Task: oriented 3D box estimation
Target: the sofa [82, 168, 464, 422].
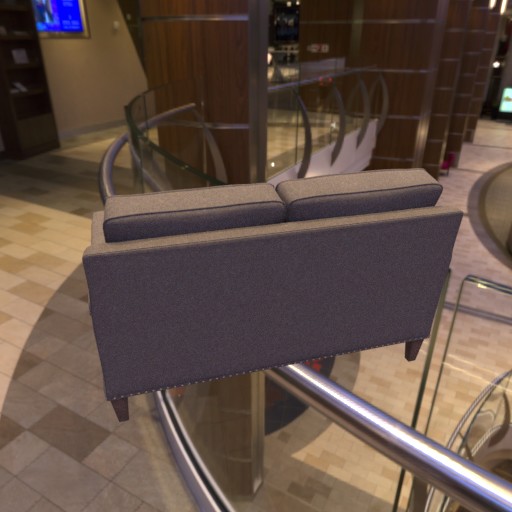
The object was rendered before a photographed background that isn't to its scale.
[{"bbox_3d":[0.000,0.000,2.258,1.597,1.003,1.084,-7,27,-14],"label":"sofa"}]
